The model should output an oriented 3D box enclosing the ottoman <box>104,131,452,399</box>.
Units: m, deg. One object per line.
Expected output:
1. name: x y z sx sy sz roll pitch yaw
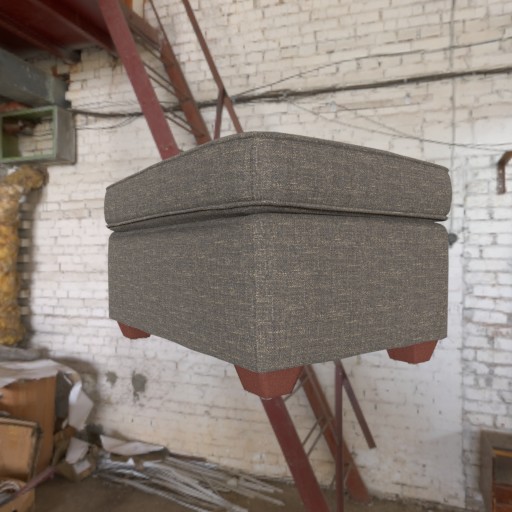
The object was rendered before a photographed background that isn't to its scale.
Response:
1. ottoman: 0.000 0.000 1.083 0.549 0.450 0.749 0 0 -36
